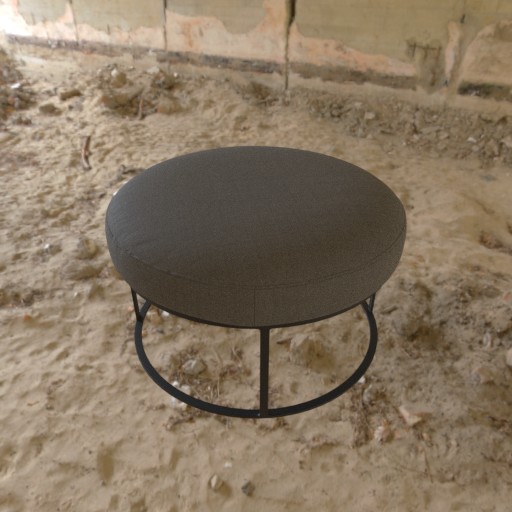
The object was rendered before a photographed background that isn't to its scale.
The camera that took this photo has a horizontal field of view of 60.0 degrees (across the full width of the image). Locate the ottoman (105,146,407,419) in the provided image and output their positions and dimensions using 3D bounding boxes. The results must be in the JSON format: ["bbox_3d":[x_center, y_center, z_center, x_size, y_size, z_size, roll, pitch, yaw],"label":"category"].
[{"bbox_3d":[0.000,0.000,1.246,0.772,0.460,0.772,0,32,0],"label":"ottoman"}]
